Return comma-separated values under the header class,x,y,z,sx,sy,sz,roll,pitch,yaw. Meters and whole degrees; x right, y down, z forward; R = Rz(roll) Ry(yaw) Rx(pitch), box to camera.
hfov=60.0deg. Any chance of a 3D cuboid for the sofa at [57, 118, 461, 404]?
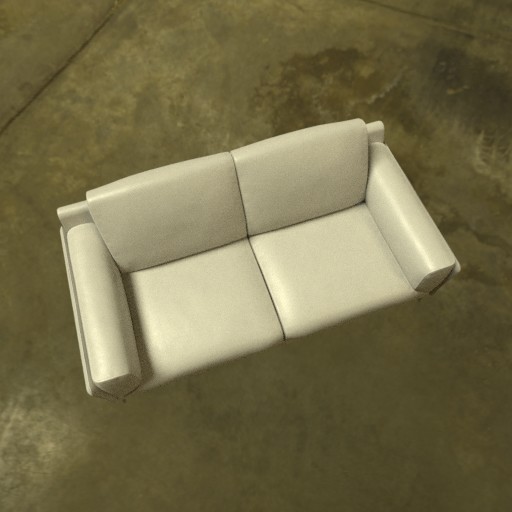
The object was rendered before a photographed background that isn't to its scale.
class,x,y,z,sx,sy,sz,roll,pitch,yaw
sofa,0.000,0.000,2.638,2.101,0.930,1.049,-17,64,-8
